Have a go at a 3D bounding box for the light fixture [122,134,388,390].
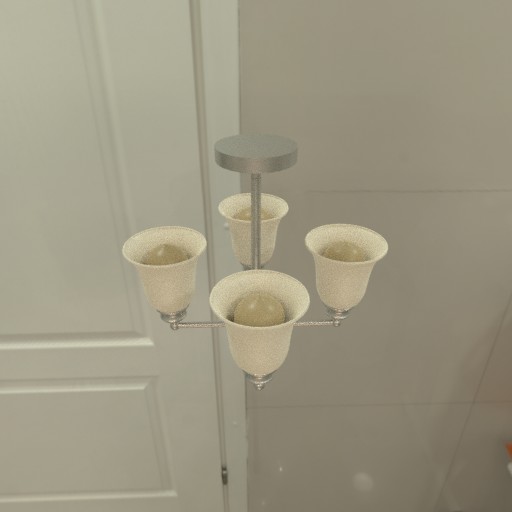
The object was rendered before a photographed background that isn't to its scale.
[{"bbox_3d":[0.000,0.000,0.731,0.427,0.370,0.427,-1,30,-2],"label":"light fixture"}]
